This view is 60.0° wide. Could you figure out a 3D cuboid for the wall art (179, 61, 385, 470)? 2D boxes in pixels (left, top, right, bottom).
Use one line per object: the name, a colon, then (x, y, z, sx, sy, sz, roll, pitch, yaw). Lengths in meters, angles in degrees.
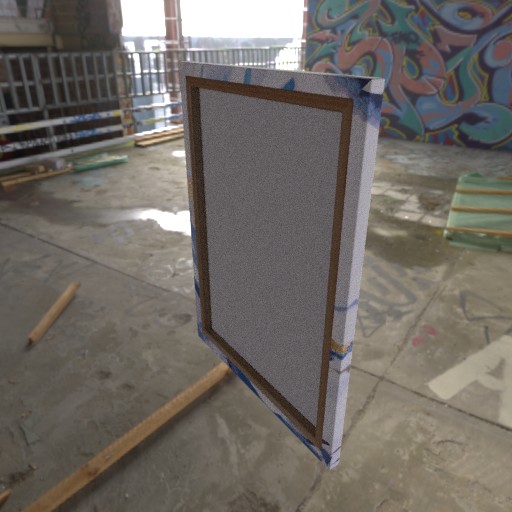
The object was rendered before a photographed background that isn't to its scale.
wall art: (0.000, 0.000, 1.295, 0.038, 1.015, 0.761, -17, 31, -31)
